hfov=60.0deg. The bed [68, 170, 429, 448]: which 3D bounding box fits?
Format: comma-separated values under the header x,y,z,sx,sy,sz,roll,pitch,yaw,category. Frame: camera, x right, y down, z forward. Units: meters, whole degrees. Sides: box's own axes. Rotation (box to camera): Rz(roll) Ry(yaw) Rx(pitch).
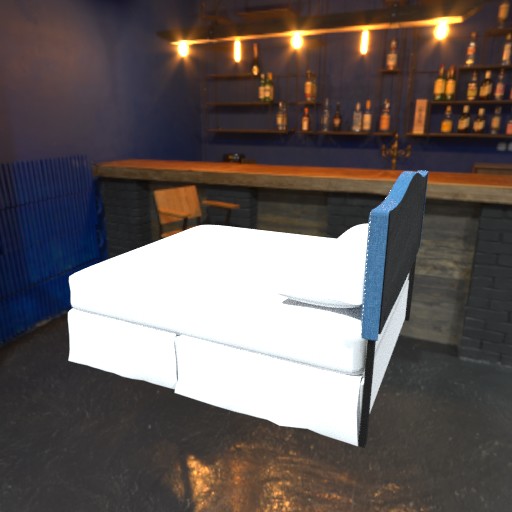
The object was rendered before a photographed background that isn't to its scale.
x,y,z,sx,sy,sz,roll,pitch,yaw,category
0.000,0.000,2.894,1.872,1.169,1.610,8,19,24,bed
